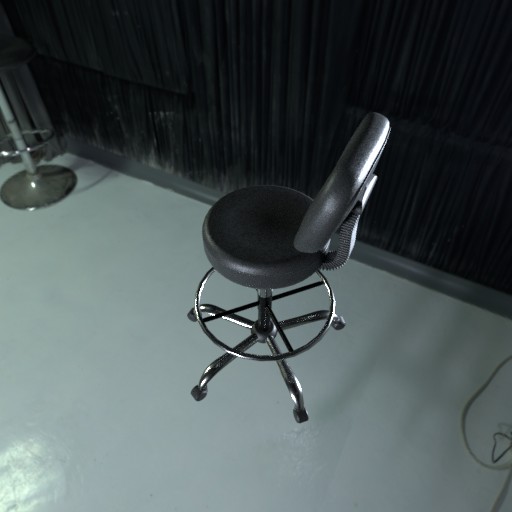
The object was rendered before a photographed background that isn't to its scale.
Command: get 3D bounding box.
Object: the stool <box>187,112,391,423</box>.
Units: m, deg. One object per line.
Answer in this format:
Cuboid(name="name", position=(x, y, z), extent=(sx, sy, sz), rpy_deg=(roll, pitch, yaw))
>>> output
Cuboid(name="stool", position=(0.000, 0.000, 1.516), extent=(0.658, 1.069, 0.694), rpy_deg=(19, 49, 17))
